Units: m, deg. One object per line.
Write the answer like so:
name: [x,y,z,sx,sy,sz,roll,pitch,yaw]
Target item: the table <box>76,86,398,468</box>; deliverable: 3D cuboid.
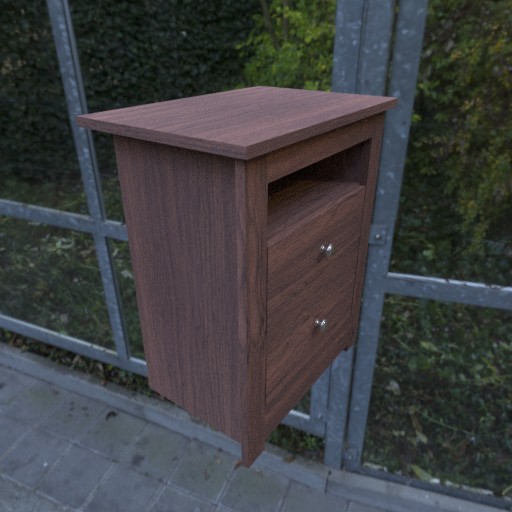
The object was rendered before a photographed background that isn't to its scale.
table: [0.000,0.000,1.097,0.406,0.711,0.589,19,33,32]
